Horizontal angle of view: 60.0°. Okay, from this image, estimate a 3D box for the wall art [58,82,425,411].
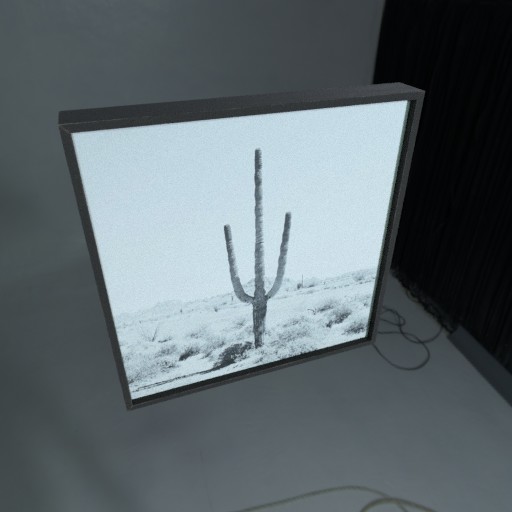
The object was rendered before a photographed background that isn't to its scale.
[{"bbox_3d":[0.000,0.000,0.447,0.305,0.305,0.038,-11,34,-16],"label":"wall art"}]
